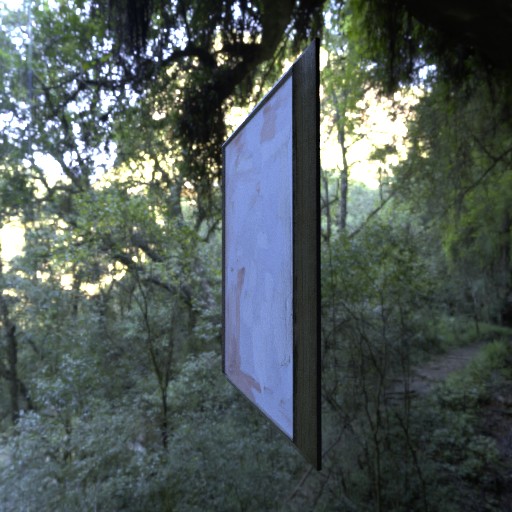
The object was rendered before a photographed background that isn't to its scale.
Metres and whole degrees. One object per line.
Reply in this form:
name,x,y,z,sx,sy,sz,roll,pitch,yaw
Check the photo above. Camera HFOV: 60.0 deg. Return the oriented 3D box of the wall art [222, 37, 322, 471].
wall art,0.000,0.000,0.646,0.023,0.457,0.381,1,-2,-18
